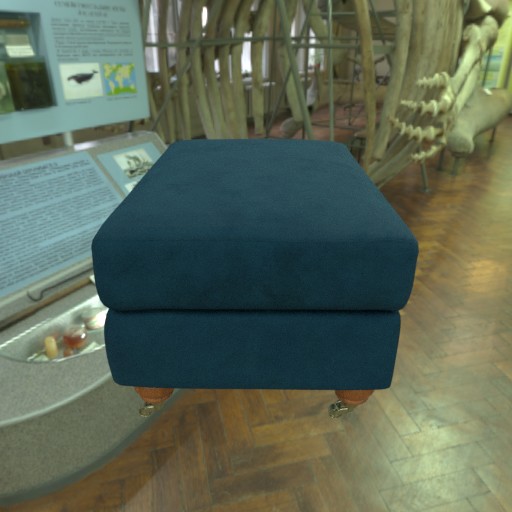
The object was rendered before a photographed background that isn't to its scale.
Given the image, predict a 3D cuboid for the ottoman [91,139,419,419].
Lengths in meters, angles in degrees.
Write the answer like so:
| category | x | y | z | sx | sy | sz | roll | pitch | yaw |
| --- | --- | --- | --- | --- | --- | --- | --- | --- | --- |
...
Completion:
| category | x | y | z | sx | sy | sz | roll | pitch | yaw |
| --- | --- | --- | --- | --- | --- | --- | --- | --- | --- |
| ottoman | 0.000 | 0.000 | 1.148 | 0.572 | 0.503 | 0.773 | 0 | 26 | 1 |
